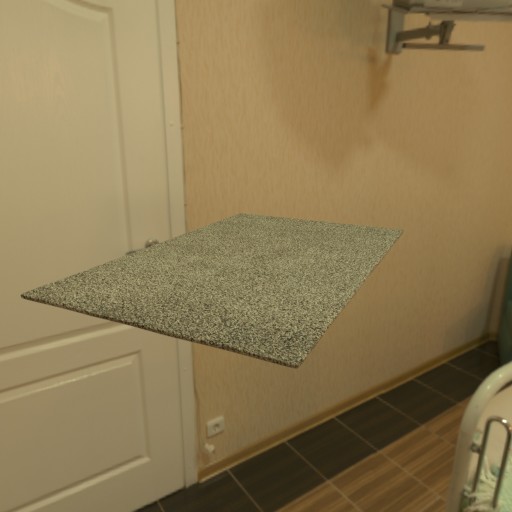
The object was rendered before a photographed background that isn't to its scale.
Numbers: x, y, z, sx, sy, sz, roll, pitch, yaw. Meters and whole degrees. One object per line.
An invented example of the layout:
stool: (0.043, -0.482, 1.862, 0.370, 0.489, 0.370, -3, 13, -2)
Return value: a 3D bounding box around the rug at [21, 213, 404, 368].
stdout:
rug: (0.000, 0.000, 3.426, 1.778, 0.030, 2.743, 8, 19, 25)
